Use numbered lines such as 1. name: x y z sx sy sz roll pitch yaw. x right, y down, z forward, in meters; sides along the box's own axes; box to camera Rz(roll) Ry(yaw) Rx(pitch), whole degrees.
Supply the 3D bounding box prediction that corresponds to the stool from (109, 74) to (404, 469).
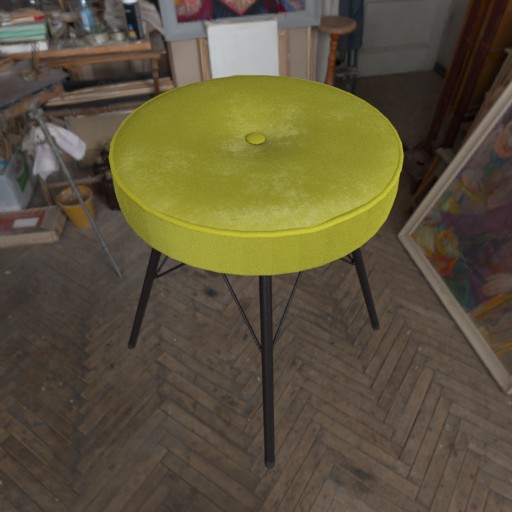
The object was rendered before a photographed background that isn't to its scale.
1. stool: 0.000 0.000 0.796 0.409 0.508 0.409 31 53 26
